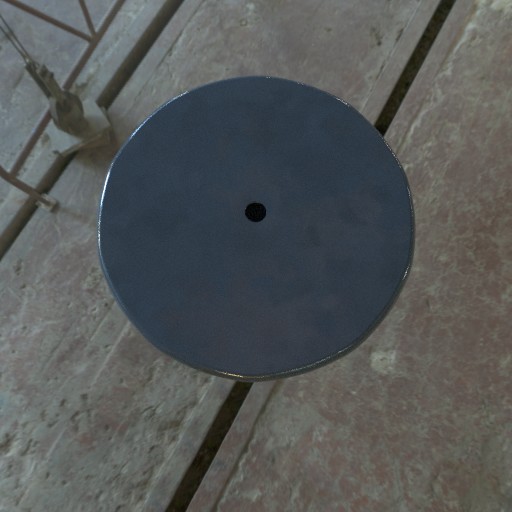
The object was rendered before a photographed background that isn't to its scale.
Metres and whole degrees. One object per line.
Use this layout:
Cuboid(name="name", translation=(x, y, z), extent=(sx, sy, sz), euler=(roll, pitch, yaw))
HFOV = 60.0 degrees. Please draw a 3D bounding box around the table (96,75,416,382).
Cuboid(name="table", translation=(0.000, 0.000, 0.662), extent=(0.352, 0.387, 0.352), euler=(0, 76, 0))
